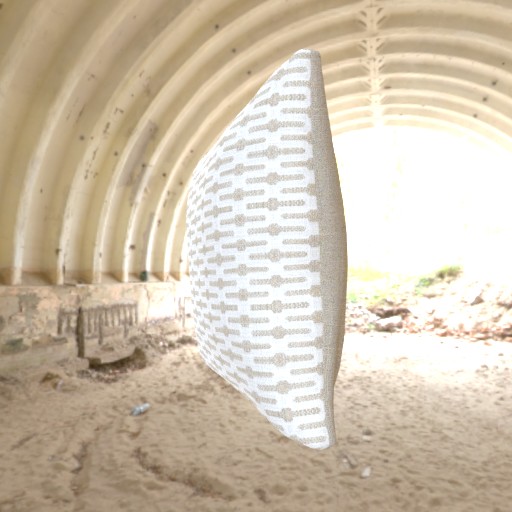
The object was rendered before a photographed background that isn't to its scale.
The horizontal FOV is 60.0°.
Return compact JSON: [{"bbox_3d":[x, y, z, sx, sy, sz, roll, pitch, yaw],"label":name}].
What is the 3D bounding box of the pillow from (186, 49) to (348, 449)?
[{"bbox_3d":[0.000,0.000,0.768,0.219,0.491,0.496,1,-3,-18],"label":"pillow"}]
